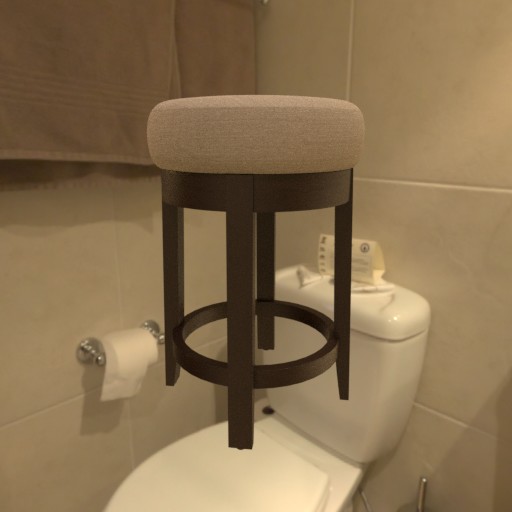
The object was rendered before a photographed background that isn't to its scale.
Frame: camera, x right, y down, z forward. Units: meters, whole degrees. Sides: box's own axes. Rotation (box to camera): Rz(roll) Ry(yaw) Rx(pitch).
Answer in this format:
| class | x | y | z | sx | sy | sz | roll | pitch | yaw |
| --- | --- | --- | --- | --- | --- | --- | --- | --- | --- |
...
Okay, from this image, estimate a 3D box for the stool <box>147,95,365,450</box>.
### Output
| class | x | y | z | sx | sy | sz | roll | pitch | yaw |
| --- | --- | --- | --- | --- | --- | --- | --- | --- | --- |
| stool | 0.000 | 0.000 | 0.994 | 0.443 | 0.672 | 0.443 | 0 | 15 | 0 |
